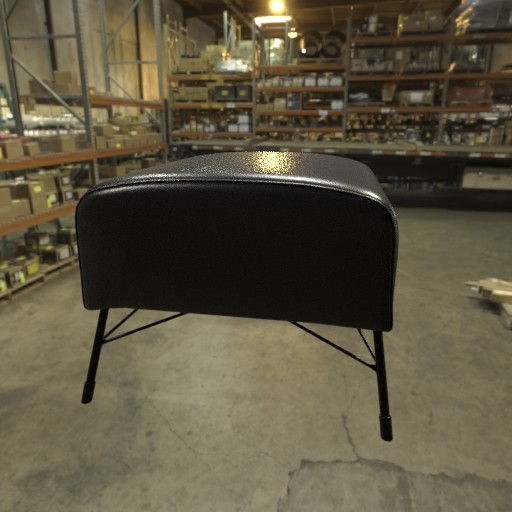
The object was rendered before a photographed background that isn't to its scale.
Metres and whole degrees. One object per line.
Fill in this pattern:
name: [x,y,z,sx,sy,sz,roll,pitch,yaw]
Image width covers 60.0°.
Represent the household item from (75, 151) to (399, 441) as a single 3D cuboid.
household item: [0.000,0.000,0.917,0.530,0.410,0.530,3,17,10]
